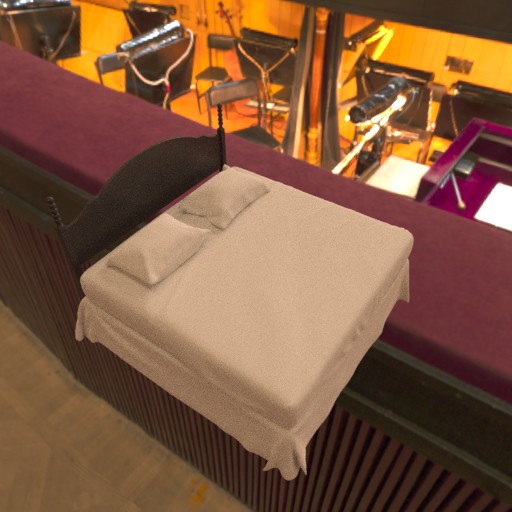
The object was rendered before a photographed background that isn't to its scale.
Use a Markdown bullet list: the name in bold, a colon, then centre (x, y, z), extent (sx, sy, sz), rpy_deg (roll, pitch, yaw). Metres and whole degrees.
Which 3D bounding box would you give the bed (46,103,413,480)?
- **bed**: centre (0.000, 0.000, 3.589), extent (2.219, 1.355, 2.322), rpy_deg (25, 48, 25)
